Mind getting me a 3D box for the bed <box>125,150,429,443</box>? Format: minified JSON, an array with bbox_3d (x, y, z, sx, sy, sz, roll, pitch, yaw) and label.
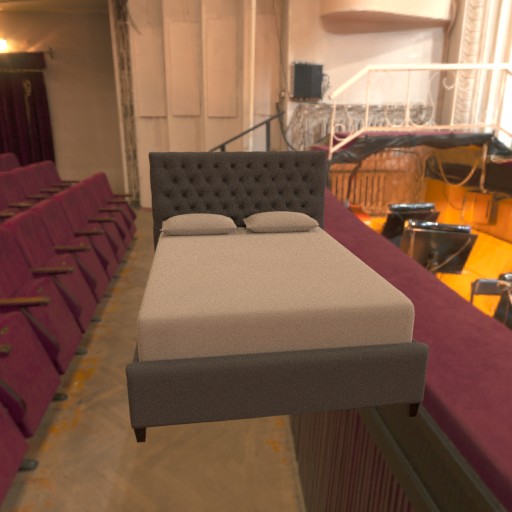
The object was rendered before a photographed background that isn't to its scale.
[{"bbox_3d":[0.000,0.000,3.360,1.698,1.427,2.231,-2,17,-8],"label":"bed"}]
